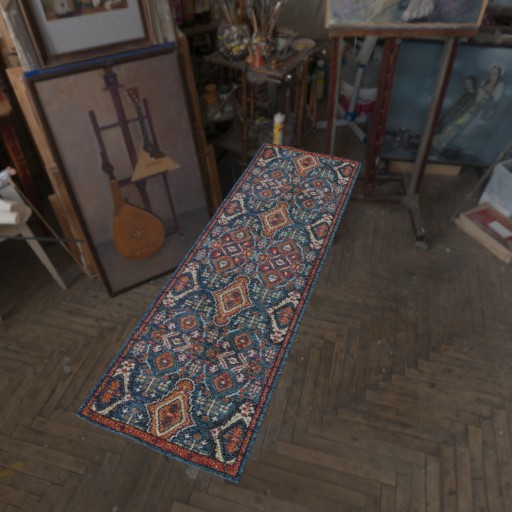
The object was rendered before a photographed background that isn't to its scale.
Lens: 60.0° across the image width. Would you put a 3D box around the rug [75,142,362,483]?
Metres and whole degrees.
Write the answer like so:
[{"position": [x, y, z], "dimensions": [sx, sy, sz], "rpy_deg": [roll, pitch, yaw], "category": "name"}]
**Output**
[{"position": [0.000, 0.000, 2.684], "dimensions": [0.801, 0.010, 2.459], "rpy_deg": [16, 48, 15], "category": "rug"}]
